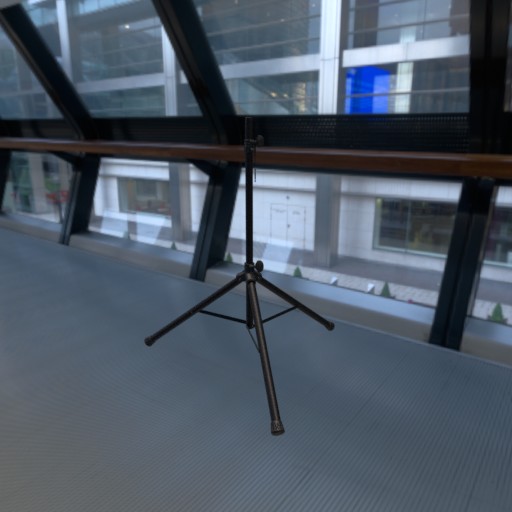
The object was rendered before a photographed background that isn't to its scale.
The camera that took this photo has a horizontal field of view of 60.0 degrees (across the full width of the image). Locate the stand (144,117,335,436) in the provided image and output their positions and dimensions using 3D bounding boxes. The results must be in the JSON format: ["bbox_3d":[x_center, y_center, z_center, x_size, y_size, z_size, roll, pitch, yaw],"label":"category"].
[{"bbox_3d":[0.000,0.000,1.880,1.045,1.136,0.907,-2,15,-9],"label":"stand"}]
